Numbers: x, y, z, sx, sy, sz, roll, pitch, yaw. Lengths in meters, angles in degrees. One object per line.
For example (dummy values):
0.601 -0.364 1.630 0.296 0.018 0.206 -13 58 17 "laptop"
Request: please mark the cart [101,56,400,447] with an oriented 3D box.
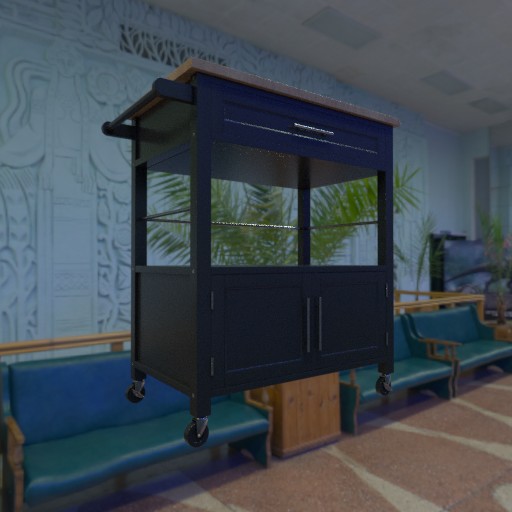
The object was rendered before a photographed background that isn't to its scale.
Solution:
0.000 0.000 1.389 0.840 0.901 0.459 1 -1 -36 "cart"
